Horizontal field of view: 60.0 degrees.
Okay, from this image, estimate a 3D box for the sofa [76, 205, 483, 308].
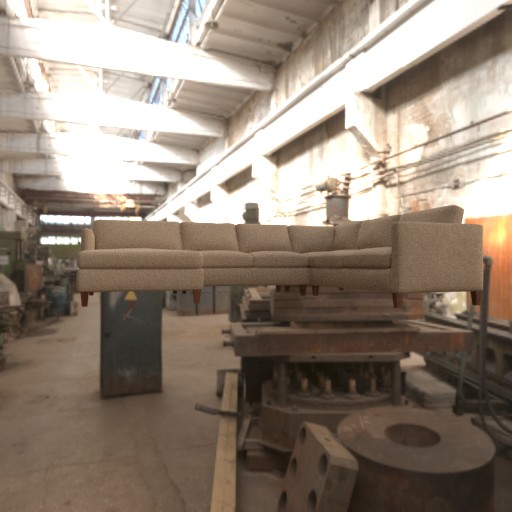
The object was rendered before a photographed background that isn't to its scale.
[{"bbox_3d":[0.000,0.000,4.518,3.403,0.889,2.551,0,-1,-18],"label":"sofa"}]
